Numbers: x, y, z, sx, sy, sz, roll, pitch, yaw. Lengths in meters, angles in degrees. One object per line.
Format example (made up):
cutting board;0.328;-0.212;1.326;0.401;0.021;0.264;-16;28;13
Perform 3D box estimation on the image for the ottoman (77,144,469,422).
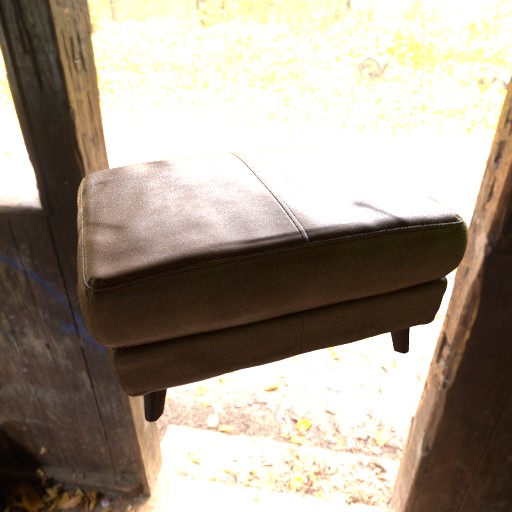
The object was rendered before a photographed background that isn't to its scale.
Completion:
ottoman;0.000;0.000;1.205;0.869;0.461;0.630;-10;33;-16
